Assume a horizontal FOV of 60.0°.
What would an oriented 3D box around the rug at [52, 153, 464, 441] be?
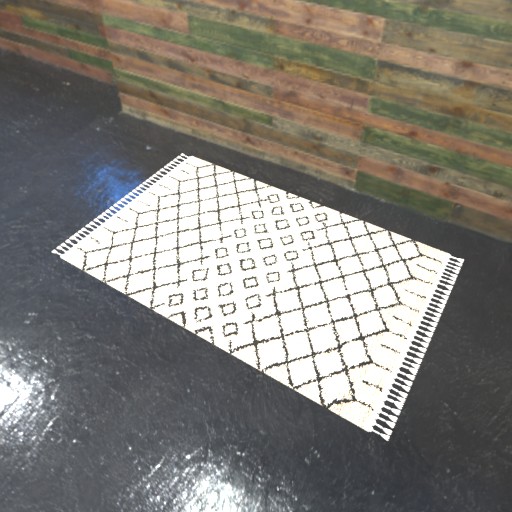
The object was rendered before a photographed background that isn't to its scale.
[{"bbox_3d":[0.000,0.000,2.502,2.006,0.008,1.196,24,51,22],"label":"rug"}]
